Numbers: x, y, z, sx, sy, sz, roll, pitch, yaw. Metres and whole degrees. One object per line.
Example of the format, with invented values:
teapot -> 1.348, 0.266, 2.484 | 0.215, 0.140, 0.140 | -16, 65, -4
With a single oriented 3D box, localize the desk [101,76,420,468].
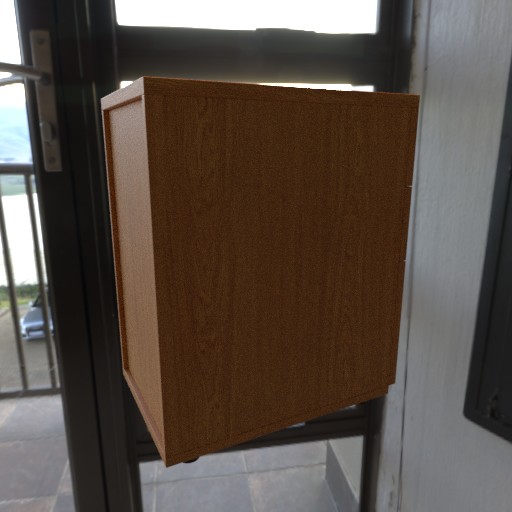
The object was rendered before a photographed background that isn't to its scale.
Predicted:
desk -> 0.000, 0.000, 1.077 | 0.600, 0.730, 0.404 | -7, 16, -27
